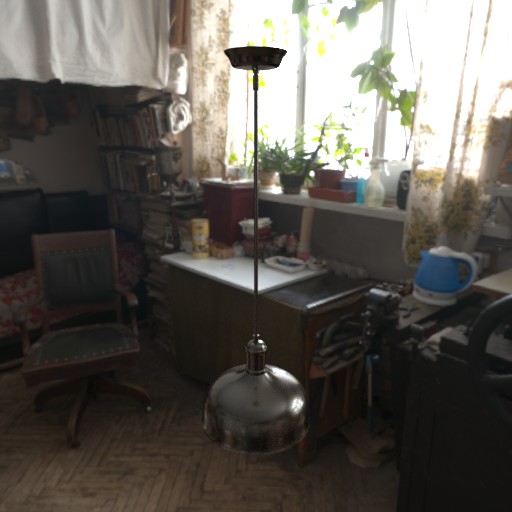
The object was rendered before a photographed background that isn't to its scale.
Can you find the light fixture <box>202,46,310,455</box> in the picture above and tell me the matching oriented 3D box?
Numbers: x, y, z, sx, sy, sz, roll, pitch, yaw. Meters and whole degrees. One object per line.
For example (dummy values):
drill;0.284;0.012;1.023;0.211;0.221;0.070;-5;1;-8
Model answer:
light fixture;0.000;0.000;1.104;0.299;0.935;0.299;3;16;9
